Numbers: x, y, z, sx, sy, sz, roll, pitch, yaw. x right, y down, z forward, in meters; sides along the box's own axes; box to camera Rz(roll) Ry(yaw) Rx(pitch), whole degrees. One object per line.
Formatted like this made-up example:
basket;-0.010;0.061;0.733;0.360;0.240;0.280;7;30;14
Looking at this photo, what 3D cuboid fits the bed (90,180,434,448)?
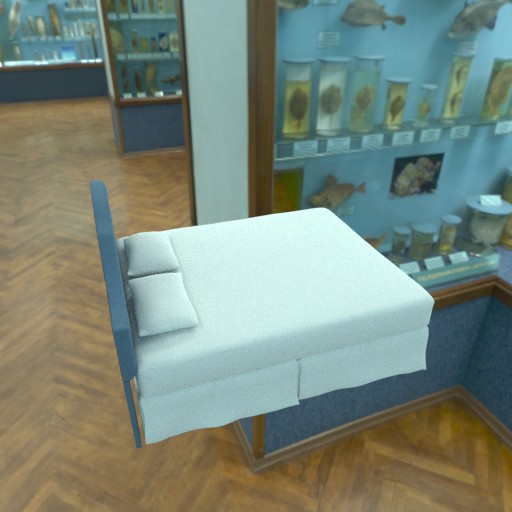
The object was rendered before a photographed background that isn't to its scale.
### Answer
bed;0.000;0.000;3.883;2.477;1.617;2.039;-10;32;-17
